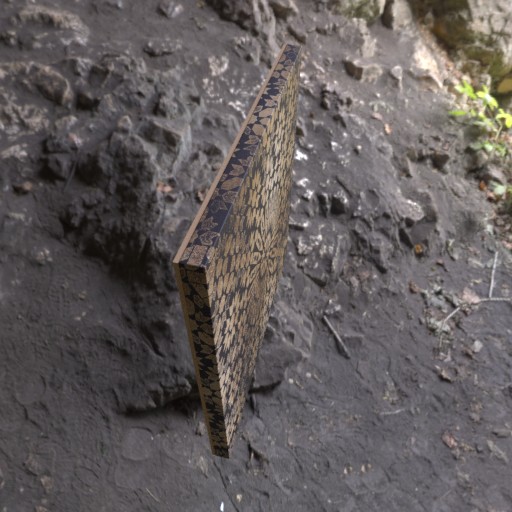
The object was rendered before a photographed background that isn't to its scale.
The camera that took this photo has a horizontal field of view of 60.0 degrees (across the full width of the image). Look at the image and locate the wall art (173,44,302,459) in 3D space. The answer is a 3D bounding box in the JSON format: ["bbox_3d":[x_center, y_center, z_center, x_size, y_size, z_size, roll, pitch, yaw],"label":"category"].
[{"bbox_3d":[0.000,0.000,0.914,0.038,0.612,0.612,10,48,10],"label":"wall art"}]
